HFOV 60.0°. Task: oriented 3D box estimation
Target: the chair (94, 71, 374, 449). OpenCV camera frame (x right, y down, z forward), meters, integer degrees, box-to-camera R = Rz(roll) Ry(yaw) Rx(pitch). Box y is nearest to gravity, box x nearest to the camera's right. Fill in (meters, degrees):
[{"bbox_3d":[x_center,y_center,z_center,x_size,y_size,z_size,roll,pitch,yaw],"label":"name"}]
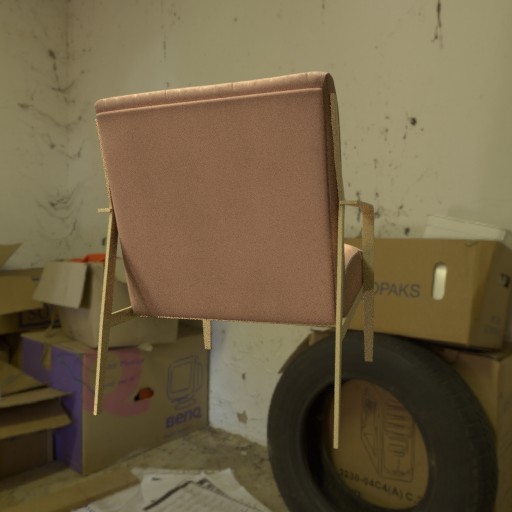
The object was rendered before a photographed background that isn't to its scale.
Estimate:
[{"bbox_3d":[0.000,0.000,1.428,0.701,0.823,0.848,0,1,18],"label":"chair"}]
